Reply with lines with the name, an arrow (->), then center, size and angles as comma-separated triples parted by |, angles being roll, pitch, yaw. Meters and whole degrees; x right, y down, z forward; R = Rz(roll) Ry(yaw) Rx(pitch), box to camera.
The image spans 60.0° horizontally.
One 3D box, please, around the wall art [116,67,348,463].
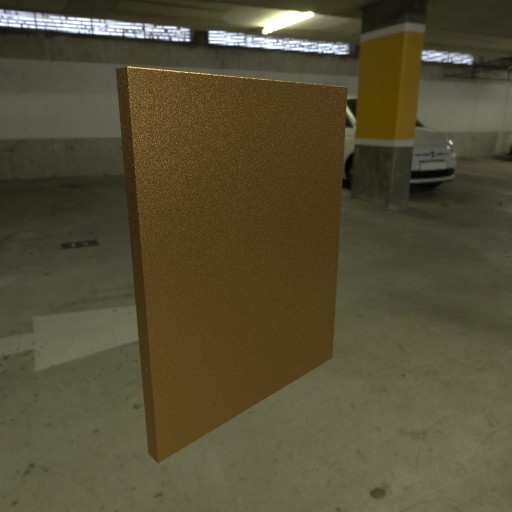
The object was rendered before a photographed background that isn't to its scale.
wall art -> 0.000, 0.000, 1.028 | 0.610, 0.762, 0.038 | -16, 23, -42
